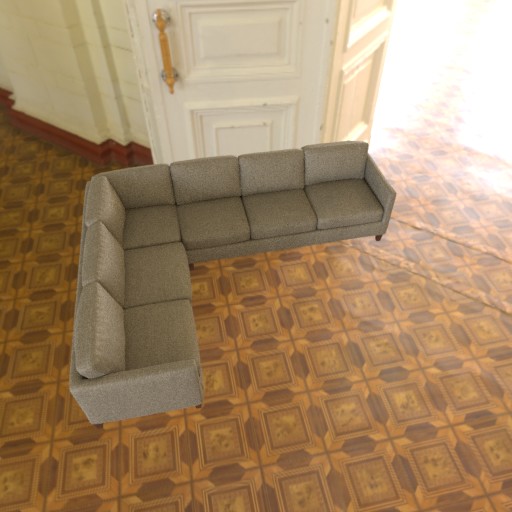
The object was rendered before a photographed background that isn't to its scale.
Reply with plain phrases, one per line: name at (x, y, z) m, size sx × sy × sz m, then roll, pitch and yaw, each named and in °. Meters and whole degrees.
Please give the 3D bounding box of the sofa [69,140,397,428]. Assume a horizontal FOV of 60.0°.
sofa at (0.000, 0.000, 4.428) m, size 3.302 × 0.947 × 2.593 m, roll -9°, pitch 47°, yaw -8°
